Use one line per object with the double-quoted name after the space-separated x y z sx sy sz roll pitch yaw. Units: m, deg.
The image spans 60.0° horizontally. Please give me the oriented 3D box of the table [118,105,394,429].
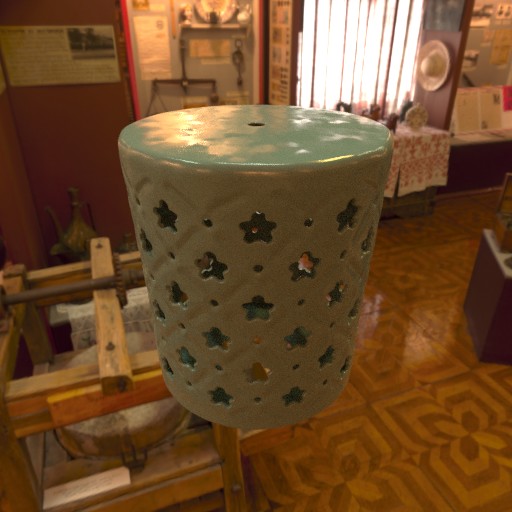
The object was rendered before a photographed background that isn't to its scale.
0.000 0.000 0.665 0.352 0.387 0.352 0 28 0 "table"
